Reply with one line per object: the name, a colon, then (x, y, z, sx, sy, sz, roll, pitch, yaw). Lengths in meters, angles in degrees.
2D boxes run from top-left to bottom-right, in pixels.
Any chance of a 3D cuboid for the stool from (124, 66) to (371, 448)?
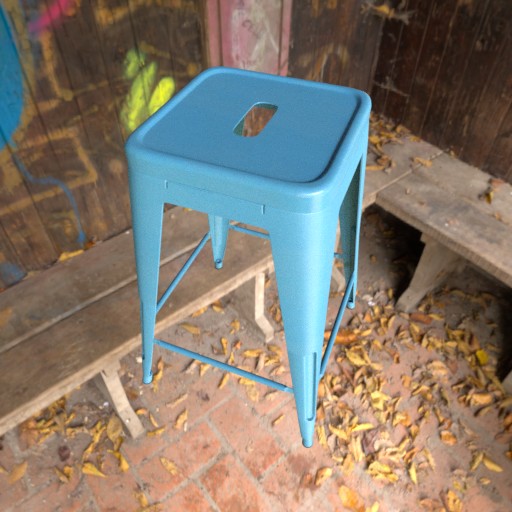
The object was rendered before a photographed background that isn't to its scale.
stool: (0.000, 0.000, 0.887, 0.410, 0.608, 0.410, 16, 48, 15)
